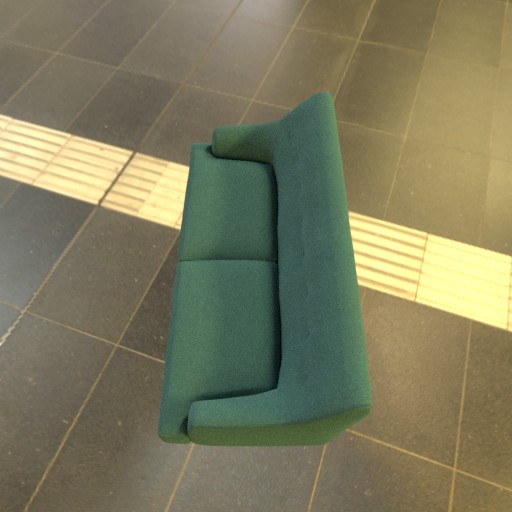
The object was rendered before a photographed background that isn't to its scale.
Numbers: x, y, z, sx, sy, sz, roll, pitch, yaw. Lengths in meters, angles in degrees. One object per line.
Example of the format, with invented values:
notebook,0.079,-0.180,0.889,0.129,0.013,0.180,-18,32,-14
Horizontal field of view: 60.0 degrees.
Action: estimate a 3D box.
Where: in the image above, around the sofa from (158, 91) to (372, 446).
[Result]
sofa,0.000,0.000,2.659,0.978,0.871,2.057,0,58,0
